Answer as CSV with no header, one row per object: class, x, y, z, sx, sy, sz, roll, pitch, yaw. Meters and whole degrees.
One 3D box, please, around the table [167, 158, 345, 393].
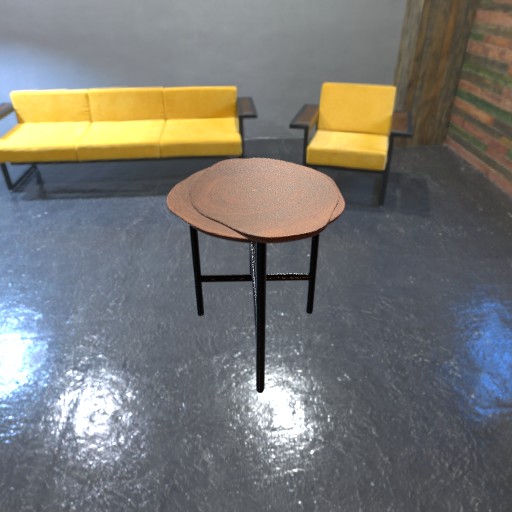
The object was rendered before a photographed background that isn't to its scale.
table,0.000,0.000,1.099,0.442,0.538,0.759,-1,32,-1
